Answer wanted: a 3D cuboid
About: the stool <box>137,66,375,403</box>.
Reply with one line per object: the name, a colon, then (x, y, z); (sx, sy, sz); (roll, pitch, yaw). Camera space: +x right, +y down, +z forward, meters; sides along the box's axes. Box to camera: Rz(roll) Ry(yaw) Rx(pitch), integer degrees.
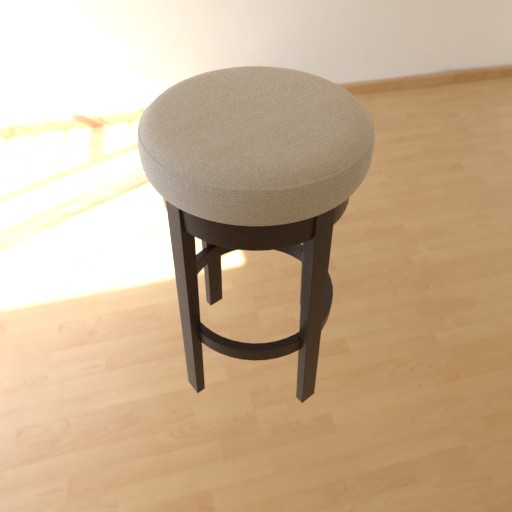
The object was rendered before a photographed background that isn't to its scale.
stool: (0.000, 0.000, 1.047); (0.446, 0.758, 0.446); (0, 46, 0)
